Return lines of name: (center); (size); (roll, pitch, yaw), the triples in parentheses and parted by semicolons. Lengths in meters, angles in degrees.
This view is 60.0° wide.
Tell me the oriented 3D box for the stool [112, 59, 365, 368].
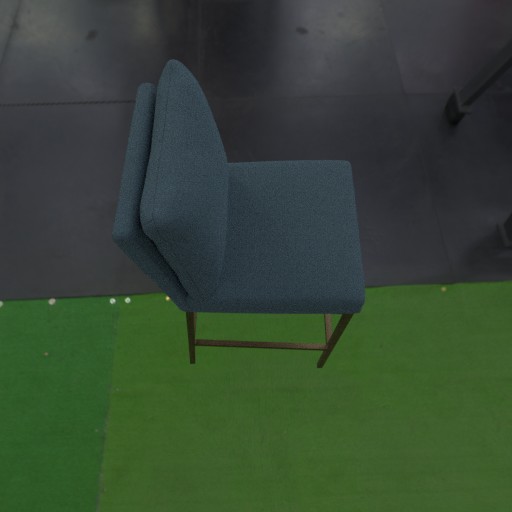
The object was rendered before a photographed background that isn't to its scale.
stool: (0.000, 0.000, 1.391); (0.568, 1.124, 0.463); (0, 63, 0)
